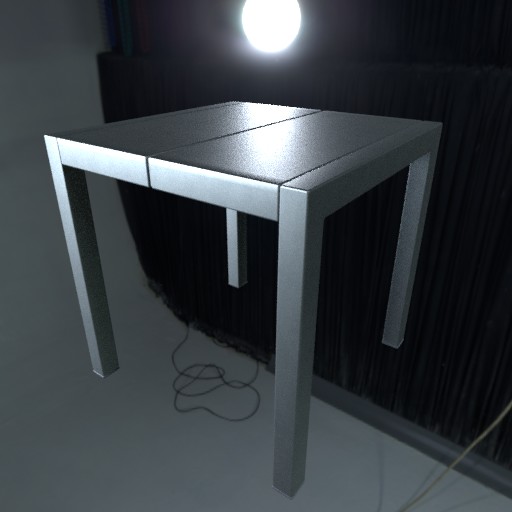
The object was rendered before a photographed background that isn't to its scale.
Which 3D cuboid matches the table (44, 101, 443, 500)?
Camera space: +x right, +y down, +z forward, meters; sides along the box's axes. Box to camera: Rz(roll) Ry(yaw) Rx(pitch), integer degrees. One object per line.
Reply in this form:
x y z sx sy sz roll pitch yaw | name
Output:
0.000 0.000 0.901 0.508 0.508 0.508 18 32 32 | table
